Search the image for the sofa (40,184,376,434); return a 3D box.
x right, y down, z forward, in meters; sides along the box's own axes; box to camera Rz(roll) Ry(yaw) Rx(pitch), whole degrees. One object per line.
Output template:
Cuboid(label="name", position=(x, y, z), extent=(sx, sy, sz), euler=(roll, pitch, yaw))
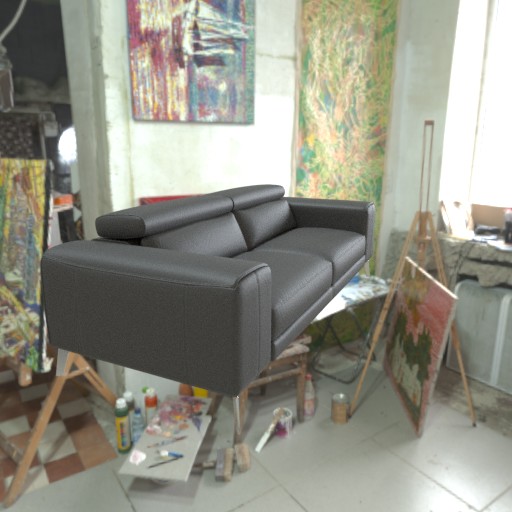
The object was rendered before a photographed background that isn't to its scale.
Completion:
Cuboid(label="sofa", position=(0.000, 0.000, 2.774), extent=(1.023, 0.759, 2.321), euler=(7, 16, 25))
